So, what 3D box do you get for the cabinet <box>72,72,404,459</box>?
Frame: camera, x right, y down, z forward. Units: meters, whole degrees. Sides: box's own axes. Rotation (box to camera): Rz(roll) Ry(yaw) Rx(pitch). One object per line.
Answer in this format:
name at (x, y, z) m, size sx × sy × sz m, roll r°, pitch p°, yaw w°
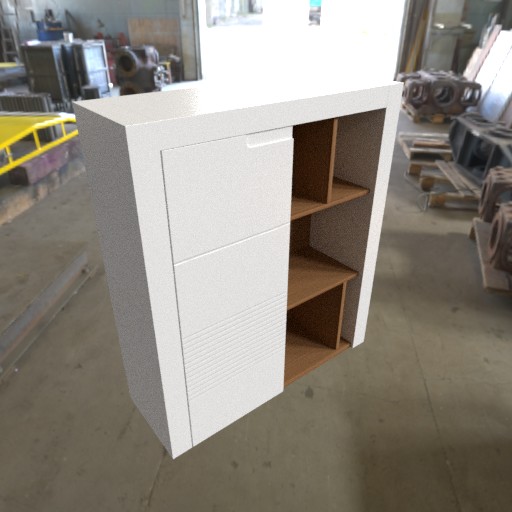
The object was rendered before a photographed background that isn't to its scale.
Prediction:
cabinet at (0.000, 0.000, 1.628) m, size 0.990 × 1.150 × 0.348 m, roll -21°, pitch 36°, yaw -32°
